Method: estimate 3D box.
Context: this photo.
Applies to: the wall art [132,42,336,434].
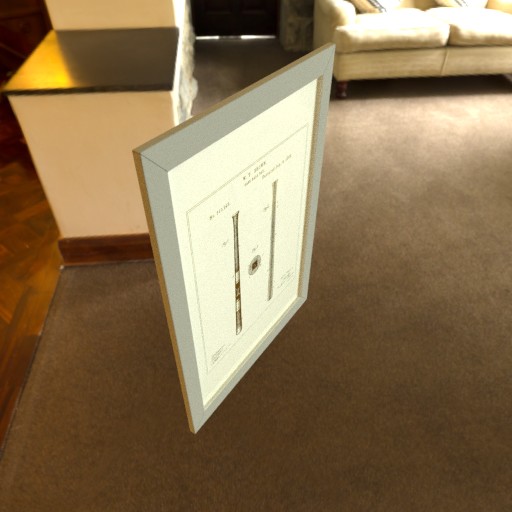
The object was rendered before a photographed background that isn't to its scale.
[{"bbox_3d":[0.000,0.000,0.686,0.012,0.529,0.374,25,48,25],"label":"wall art"}]
